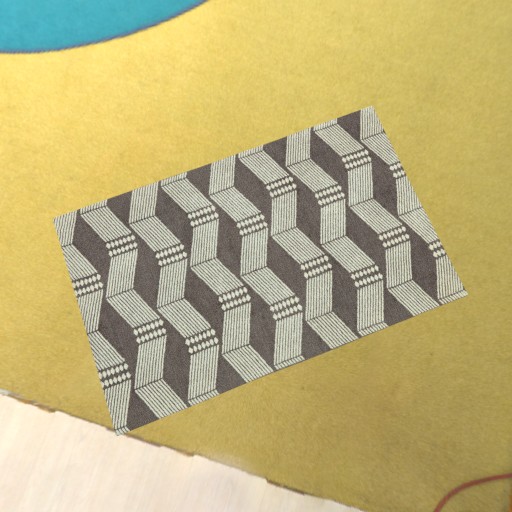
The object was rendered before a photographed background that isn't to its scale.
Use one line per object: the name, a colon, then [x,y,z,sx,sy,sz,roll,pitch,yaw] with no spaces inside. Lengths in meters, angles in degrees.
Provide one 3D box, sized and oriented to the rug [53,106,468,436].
rug: [0.000,0.000,3.007,2.435,0.011,1.517,-21,77,-5]
